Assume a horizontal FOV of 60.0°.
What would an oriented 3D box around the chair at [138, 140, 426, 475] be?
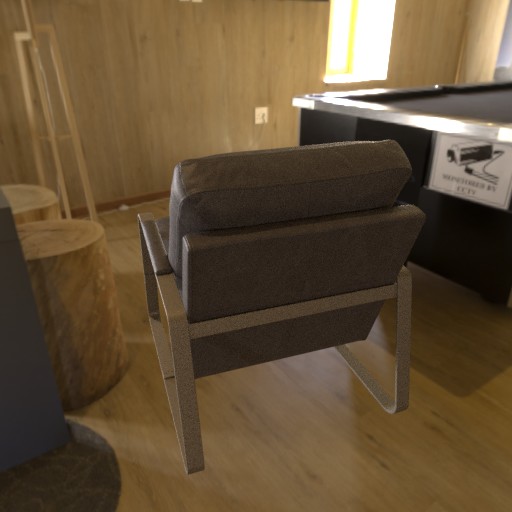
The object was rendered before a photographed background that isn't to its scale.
[{"bbox_3d":[0.000,0.000,1.475,0.692,0.839,0.878,-9,27,-17],"label":"chair"}]
